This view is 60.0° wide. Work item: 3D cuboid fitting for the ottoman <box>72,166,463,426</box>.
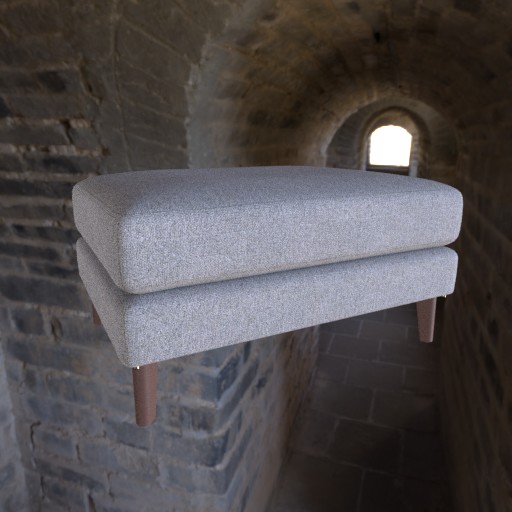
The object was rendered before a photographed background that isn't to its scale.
[{"bbox_3d":[0.000,0.000,1.162,0.821,0.441,0.611,-8,17,-27],"label":"ottoman"}]
